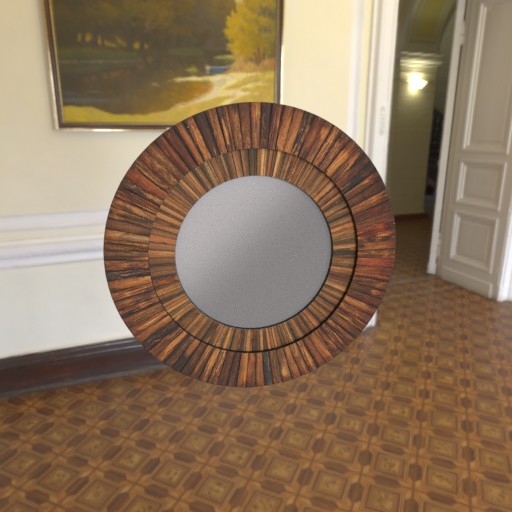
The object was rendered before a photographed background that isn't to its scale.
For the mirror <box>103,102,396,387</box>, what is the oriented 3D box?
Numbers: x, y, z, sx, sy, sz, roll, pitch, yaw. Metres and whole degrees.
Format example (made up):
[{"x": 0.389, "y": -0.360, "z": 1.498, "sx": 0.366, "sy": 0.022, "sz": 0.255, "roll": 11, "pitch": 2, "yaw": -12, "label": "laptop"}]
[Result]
[{"x": 0.000, "y": 0.000, "z": 1.640, "sx": 1.077, "sy": 1.077, "sz": 0.036, "roll": -2, "pitch": 16, "yaw": -8, "label": "mirror"}]
